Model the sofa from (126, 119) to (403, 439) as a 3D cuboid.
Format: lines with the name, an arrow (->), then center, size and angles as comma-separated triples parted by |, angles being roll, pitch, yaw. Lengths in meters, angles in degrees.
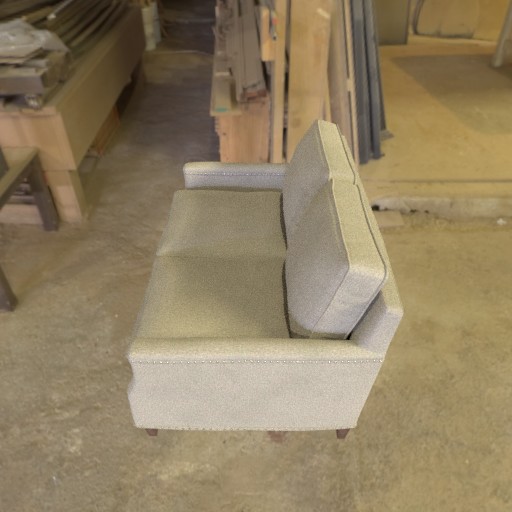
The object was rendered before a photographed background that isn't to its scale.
sofa -> 0.000, 0.000, 2.354 | 1.084, 1.003, 1.597 | 1, 39, 1
